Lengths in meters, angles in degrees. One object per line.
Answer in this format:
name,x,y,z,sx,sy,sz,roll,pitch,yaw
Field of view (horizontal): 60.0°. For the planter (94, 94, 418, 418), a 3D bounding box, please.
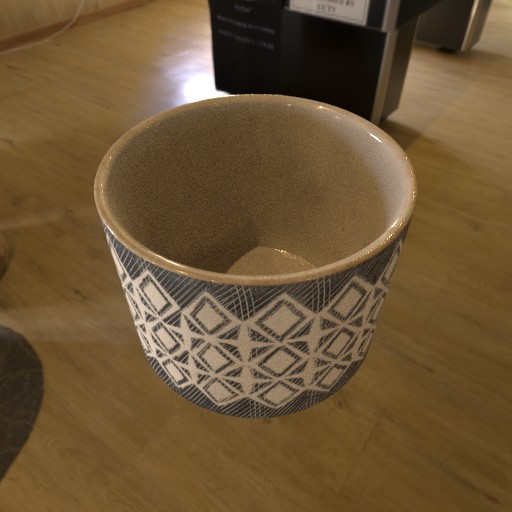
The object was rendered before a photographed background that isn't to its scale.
planter,0.000,0.000,0.215,0.126,0.104,0.126,0,45,0
